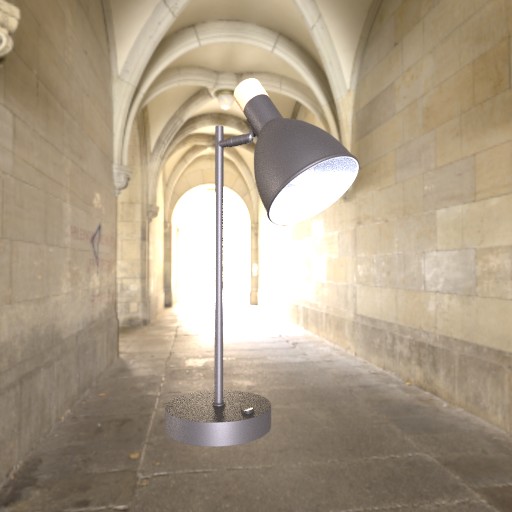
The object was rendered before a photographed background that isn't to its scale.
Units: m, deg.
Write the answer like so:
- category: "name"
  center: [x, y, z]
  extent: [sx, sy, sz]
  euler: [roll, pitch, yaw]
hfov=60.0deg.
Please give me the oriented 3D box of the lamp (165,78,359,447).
- category: "lamp"
  center: [0.000, 0.000, 0.601]
  extent: [0.287, 0.483, 0.152]
  euler: [-1, -2, 37]
